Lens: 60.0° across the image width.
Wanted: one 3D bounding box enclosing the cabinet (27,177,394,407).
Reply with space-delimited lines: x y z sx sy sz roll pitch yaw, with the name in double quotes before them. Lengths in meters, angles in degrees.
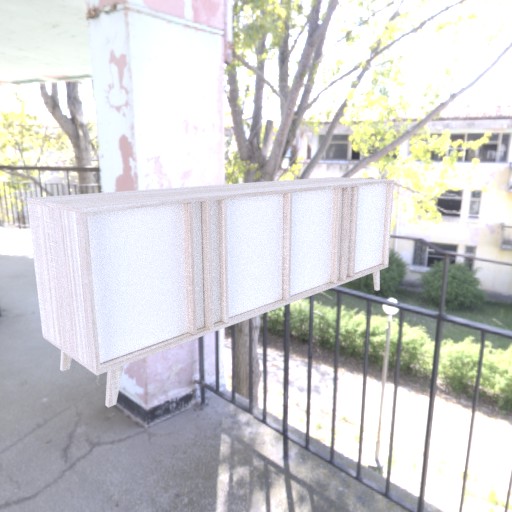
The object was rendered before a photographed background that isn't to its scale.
"cabinet" 0.000 0.000 2.514 0.500 0.780 2.200 12 18 43
